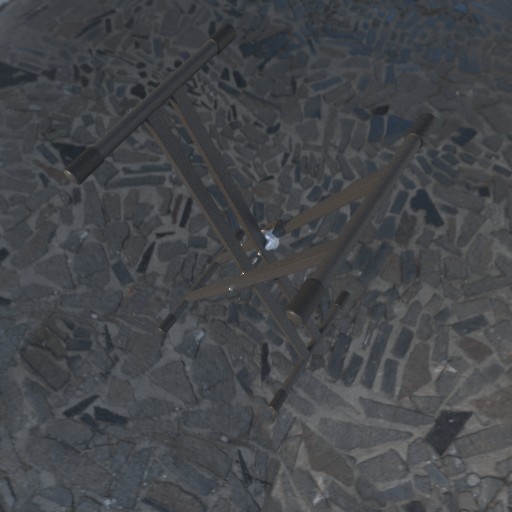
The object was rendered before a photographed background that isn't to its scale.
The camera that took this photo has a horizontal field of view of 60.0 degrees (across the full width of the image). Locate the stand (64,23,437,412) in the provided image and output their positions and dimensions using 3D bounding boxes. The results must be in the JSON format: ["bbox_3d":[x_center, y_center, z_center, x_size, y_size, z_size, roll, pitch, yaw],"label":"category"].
[{"bbox_3d":[0.000,0.000,1.199,0.503,0.900,0.495,31,67,15],"label":"stand"}]
